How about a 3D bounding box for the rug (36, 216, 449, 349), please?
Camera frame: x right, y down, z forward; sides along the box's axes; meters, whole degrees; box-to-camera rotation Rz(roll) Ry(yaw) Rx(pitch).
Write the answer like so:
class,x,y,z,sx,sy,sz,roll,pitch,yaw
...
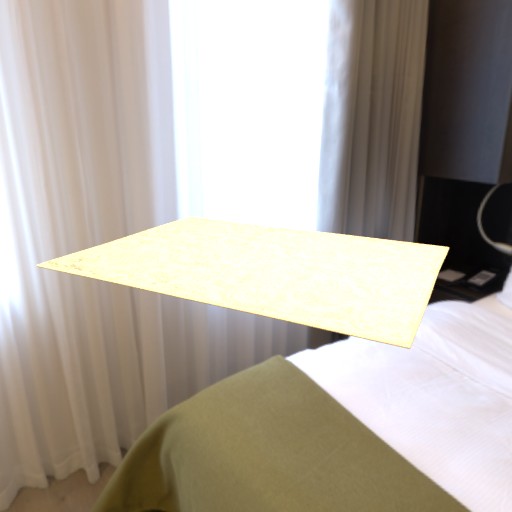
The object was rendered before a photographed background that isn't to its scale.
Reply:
class,x,y,z,sx,sy,sz,roll,pitch,yaw
rug,0.000,0.000,2.899,2.202,0.014,1.598,9,19,26
